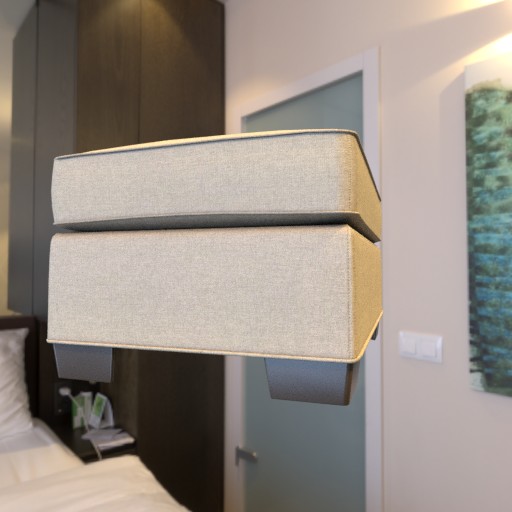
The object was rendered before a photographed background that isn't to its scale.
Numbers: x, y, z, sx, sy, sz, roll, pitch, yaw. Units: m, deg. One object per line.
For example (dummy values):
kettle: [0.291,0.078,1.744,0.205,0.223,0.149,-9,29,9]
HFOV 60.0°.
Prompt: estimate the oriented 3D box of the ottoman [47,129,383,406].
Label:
ottoman: [0.000,0.000,1.186,0.619,0.504,0.843,0,-1,19]
